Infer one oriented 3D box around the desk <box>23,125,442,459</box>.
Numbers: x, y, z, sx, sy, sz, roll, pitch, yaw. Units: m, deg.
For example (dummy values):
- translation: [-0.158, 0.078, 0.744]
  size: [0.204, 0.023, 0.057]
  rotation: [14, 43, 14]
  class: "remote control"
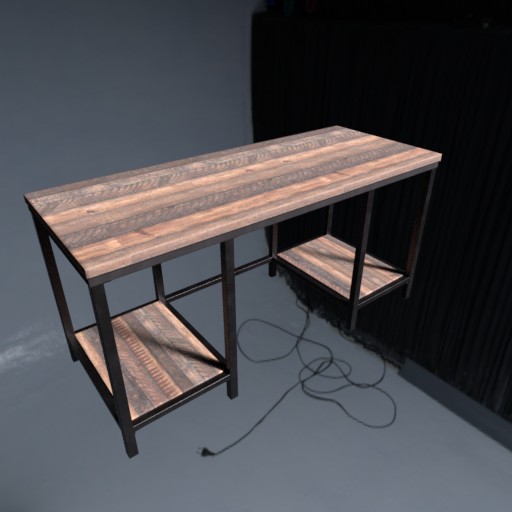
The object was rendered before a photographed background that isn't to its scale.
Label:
- translation: [0.000, 0.000, 1.900]
  size: [1.538, 0.753, 0.617]
  rotation: [-21, 36, -32]
  class: "desk"
